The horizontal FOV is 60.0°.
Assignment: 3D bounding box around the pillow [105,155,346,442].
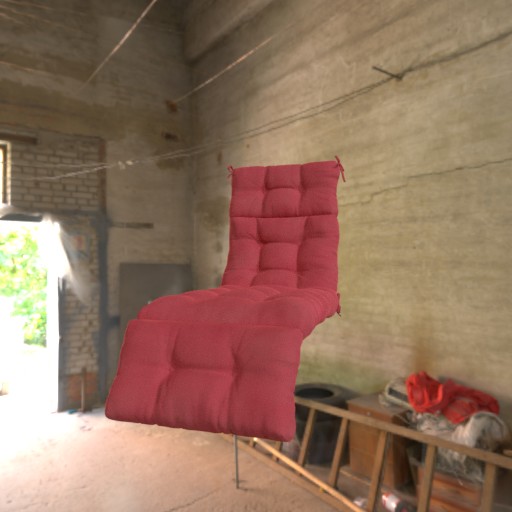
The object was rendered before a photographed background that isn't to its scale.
[{"bbox_3d":[0.000,0.000,1.512,0.526,0.863,1.016,0,-1,18],"label":"pillow"}]
